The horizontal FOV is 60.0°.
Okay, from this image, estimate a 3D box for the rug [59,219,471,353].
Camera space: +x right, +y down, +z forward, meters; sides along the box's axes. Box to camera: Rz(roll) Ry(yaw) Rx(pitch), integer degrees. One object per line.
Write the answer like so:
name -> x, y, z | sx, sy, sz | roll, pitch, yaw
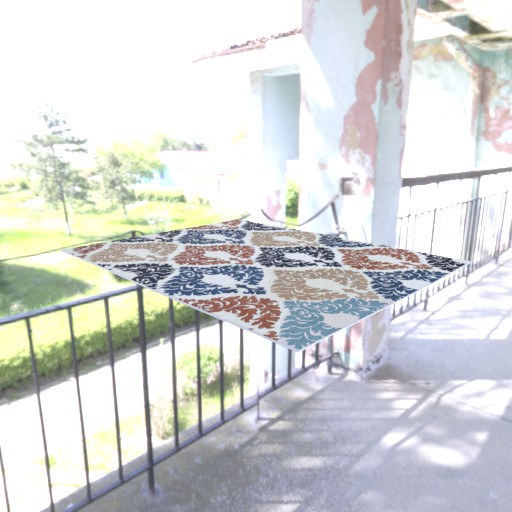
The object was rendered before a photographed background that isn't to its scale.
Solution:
rug -> 0.000, 0.000, 4.141 | 3.040, 0.014, 2.423 | 14, 21, 43
